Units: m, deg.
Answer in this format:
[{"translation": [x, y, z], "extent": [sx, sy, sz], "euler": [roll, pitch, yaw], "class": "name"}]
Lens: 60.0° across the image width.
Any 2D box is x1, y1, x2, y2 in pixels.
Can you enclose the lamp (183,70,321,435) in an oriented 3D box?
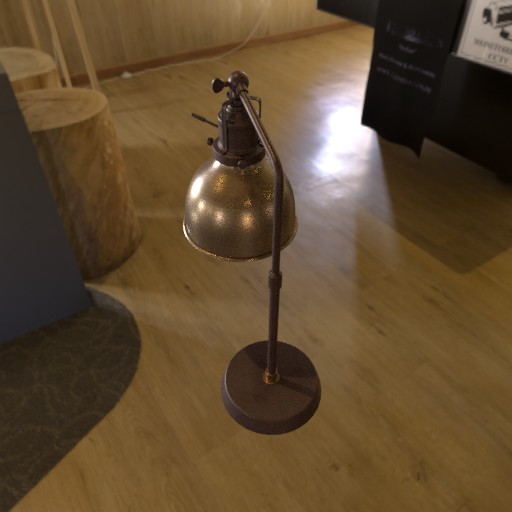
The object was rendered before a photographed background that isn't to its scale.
[{"translation": [0.000, 0.000, 0.619], "extent": [0.175, 0.469, 0.298], "euler": [-12, 43, -13], "class": "lamp"}]
